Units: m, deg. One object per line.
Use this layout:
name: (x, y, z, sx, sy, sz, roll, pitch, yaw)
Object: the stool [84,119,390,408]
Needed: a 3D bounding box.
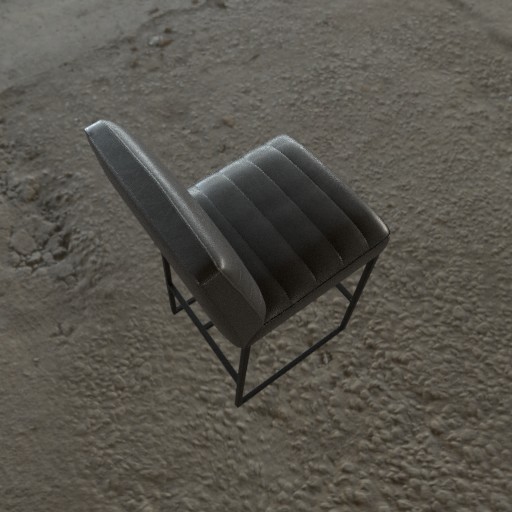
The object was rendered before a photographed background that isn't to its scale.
stool: (0.000, 0.000, 1.261, 0.552, 0.938, 0.457, -32, 64, -18)
